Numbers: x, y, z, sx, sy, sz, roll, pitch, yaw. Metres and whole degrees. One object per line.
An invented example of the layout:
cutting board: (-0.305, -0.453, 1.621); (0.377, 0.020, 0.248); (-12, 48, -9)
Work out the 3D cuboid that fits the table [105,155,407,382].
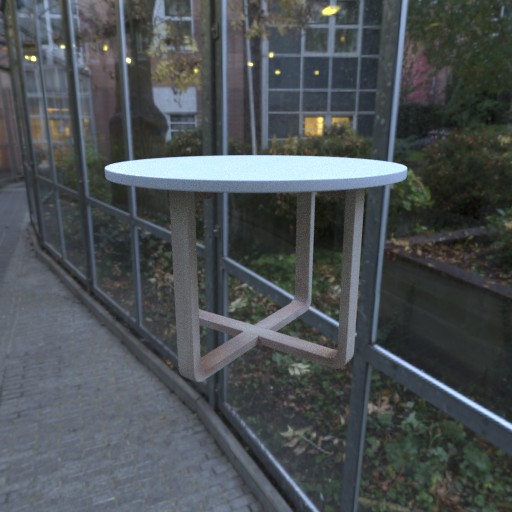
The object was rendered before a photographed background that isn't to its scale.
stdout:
table: (0.000, 0.000, 0.979); (0.600, 0.400, 0.600); (0, 16, 0)
